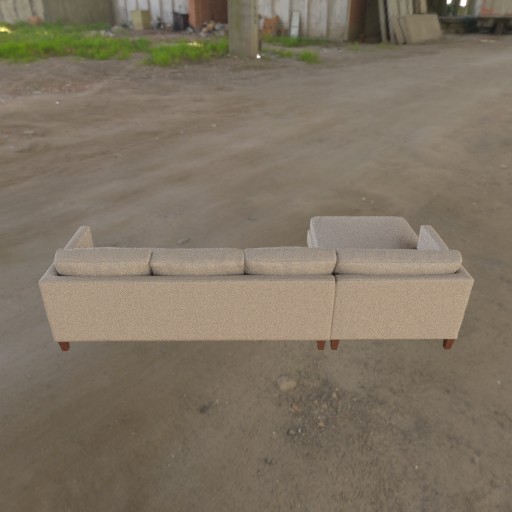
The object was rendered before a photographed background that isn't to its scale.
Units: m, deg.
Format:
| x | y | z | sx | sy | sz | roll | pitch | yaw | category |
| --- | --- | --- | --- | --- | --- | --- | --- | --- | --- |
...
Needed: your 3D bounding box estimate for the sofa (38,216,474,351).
| x | y | z | sx | sy | sz | roll | pitch | yaw | category |
| --- | --- | --- | --- | --- | --- | --- | --- | --- | --- |
| 0.000 | 0.000 | 4.028 | 3.186 | 0.846 | 1.625 | 0 | 30 | 0 | sofa |
